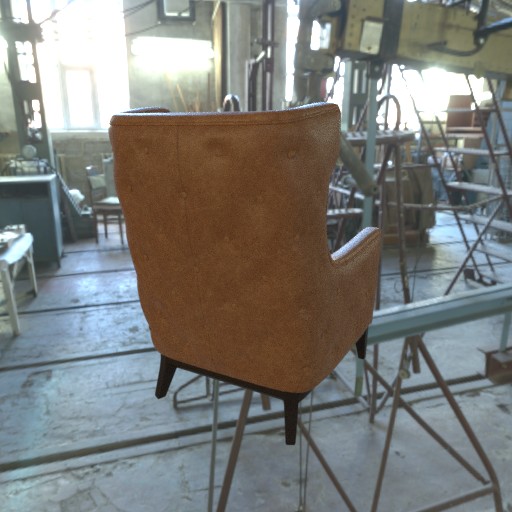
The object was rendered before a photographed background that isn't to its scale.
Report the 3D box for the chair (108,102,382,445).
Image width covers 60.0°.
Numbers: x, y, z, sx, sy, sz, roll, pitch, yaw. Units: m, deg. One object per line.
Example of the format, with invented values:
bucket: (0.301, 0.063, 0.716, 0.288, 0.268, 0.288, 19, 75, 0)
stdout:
chair: (0.000, 0.000, 1.688, 0.766, 1.079, 0.899, 8, 18, 27)
